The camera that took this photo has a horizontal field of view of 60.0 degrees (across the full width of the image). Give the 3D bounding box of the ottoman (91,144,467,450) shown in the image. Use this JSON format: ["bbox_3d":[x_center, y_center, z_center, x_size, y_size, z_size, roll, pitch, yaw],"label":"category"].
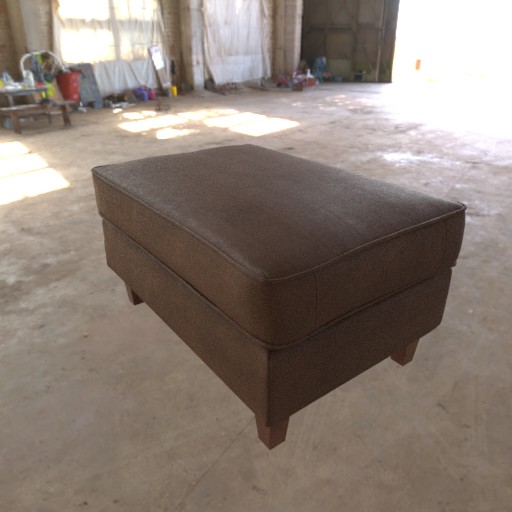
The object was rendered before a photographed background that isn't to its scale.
[{"bbox_3d":[0.000,0.000,1.208,0.596,0.481,0.860,-18,31,-33],"label":"ottoman"}]
